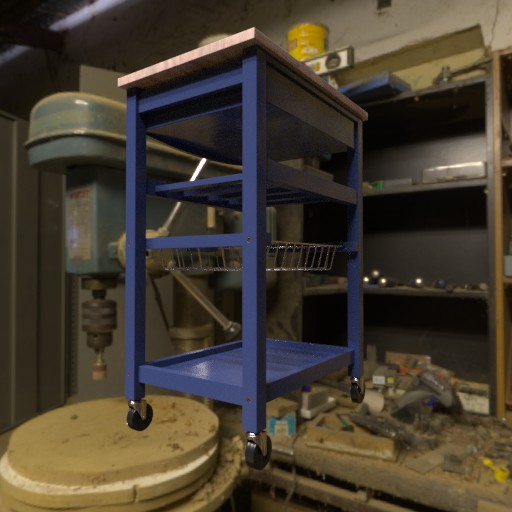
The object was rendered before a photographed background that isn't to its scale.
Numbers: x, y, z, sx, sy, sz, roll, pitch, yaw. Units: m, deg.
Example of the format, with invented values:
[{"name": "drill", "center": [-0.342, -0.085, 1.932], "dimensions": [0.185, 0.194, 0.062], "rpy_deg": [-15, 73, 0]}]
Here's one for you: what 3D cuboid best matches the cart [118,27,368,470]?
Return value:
[{"name": "cart", "center": [0.000, 0.000, 1.172], "dimensions": [0.403, 0.839, 0.584], "rpy_deg": [-1, -1, 35]}]
